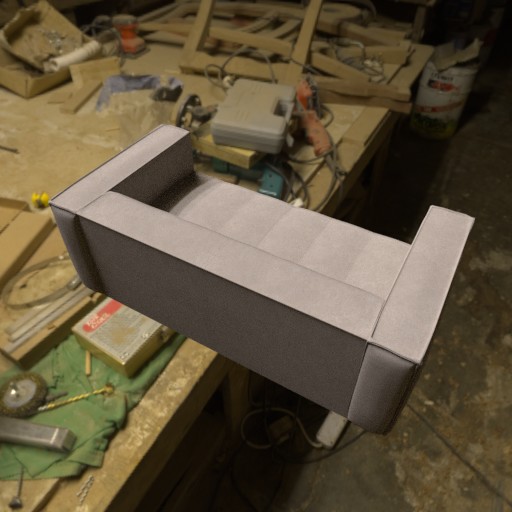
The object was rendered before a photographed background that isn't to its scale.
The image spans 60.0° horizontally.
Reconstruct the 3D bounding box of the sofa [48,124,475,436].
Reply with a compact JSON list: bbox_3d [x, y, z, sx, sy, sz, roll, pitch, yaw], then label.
[{"bbox_3d":[0.000,0.000,2.484,1.995,0.680,1.038,22,48,21],"label":"sofa"}]
